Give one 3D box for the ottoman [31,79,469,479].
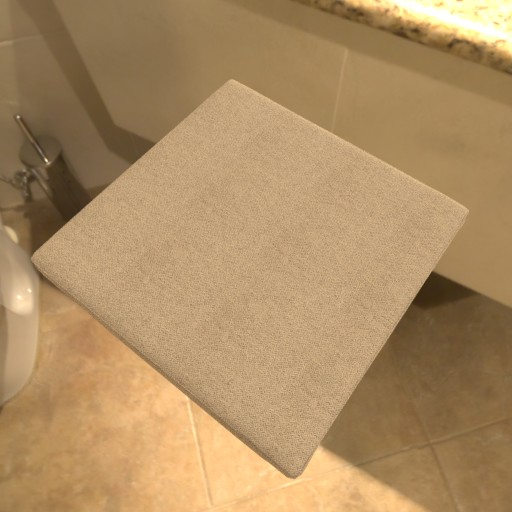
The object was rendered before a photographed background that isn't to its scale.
[{"bbox_3d":[0.000,0.000,1.490,0.982,0.381,0.973,34,68,16],"label":"ottoman"}]
